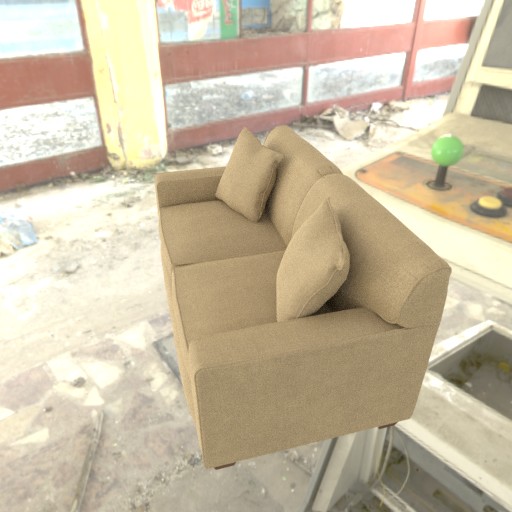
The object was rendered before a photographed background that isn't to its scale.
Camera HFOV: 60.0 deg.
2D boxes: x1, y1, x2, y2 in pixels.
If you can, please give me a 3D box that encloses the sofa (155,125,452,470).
[{"bbox_3d":[0.000,0.000,2.421,0.998,0.958,1.846,-8,33,-13],"label":"sofa"}]
